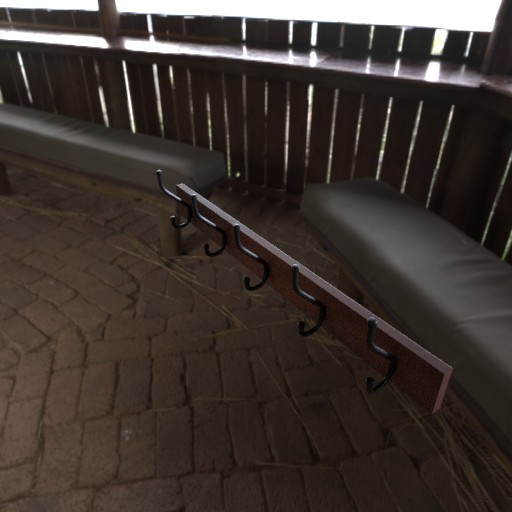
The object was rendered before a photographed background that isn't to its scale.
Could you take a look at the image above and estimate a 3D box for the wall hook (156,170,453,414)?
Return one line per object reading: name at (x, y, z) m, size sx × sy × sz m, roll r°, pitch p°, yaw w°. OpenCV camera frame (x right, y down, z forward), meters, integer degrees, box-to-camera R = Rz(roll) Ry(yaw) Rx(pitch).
wall hook at (0.000, 0.000, 0.619) m, size 0.071 × 0.117 × 0.571 m, roll -21°, pitch 38°, yaw -30°
